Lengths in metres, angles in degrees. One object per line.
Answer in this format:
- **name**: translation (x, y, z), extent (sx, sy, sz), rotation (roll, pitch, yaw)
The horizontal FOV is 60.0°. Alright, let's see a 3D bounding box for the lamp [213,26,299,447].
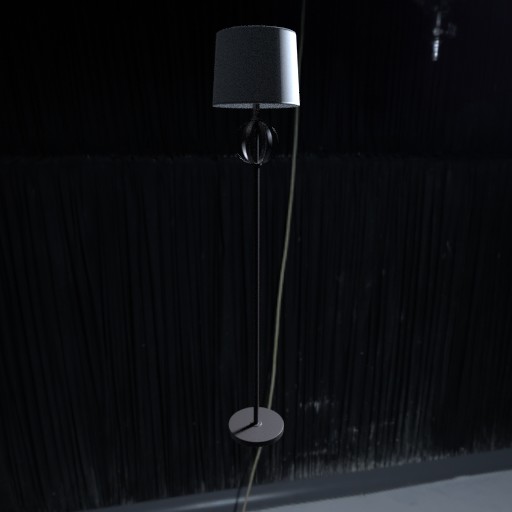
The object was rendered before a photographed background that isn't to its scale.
- **lamp**: translation (0.000, 0.000, 1.609), extent (0.286, 1.462, 0.286), rotation (-3, 16, -9)
